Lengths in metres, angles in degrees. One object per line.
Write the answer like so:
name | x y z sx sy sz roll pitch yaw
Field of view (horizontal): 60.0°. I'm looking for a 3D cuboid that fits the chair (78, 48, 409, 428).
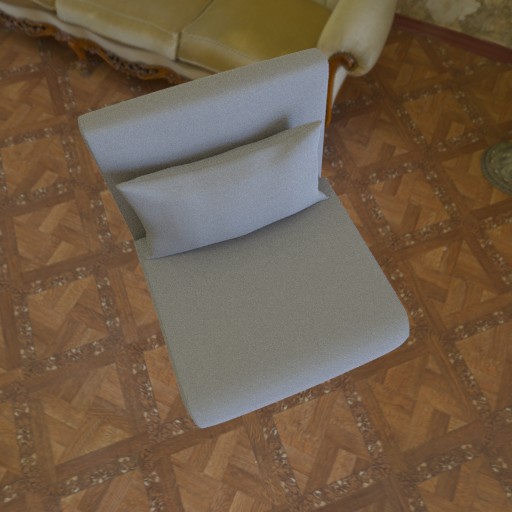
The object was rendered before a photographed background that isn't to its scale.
chair | 0.000 0.000 1.502 0.770 0.808 0.902 -20 67 -9
